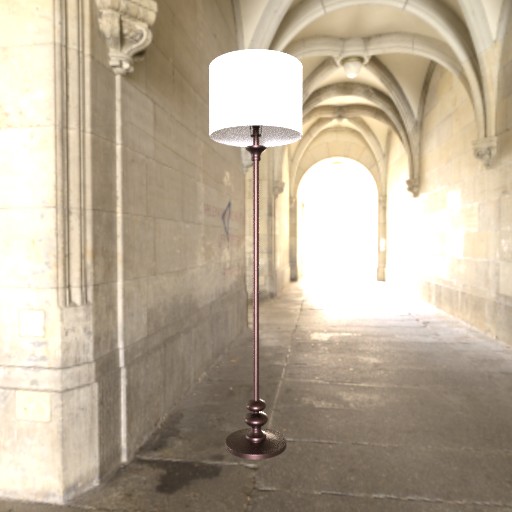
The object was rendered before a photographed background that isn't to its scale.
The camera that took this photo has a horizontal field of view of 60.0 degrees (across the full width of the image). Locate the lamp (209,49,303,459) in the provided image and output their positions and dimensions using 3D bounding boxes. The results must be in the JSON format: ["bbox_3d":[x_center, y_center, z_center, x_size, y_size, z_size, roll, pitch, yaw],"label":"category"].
[{"bbox_3d":[0.000,0.000,1.726,0.356,1.487,0.356,-1,2,-37],"label":"lamp"}]
